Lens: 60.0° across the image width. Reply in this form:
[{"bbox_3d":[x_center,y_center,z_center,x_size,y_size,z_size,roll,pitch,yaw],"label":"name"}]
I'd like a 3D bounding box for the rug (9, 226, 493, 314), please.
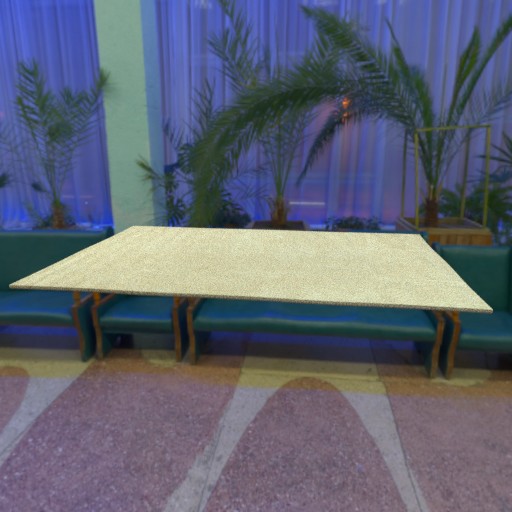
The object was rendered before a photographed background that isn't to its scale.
[{"bbox_3d":[0.000,0.000,3.302,2.699,0.025,1.800,2,15,8],"label":"rug"}]
